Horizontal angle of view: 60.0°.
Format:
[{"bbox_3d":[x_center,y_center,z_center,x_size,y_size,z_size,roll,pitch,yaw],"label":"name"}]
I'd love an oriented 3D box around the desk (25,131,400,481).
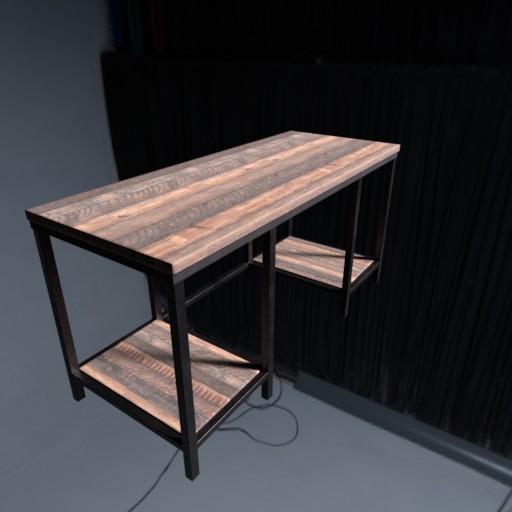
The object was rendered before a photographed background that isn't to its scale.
[{"bbox_3d":[0.000,0.000,1.902,0.617,0.753,1.538,17,31,31],"label":"desk"}]
